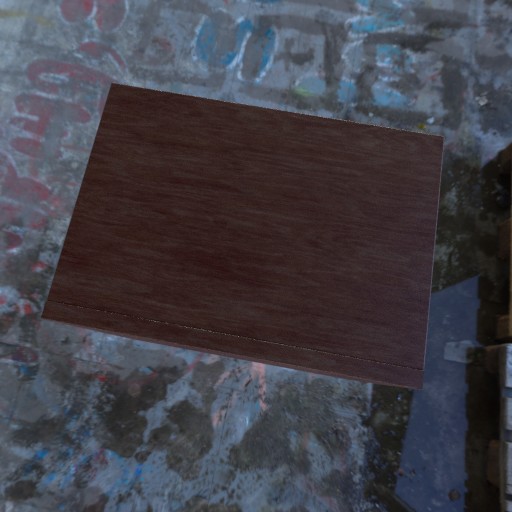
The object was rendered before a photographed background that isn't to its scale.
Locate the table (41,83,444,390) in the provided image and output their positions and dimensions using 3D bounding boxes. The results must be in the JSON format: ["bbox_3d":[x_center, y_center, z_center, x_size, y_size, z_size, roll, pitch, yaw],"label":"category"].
[{"bbox_3d":[0.000,0.000,0.984,0.557,0.609,0.449,10,76,2],"label":"table"}]
